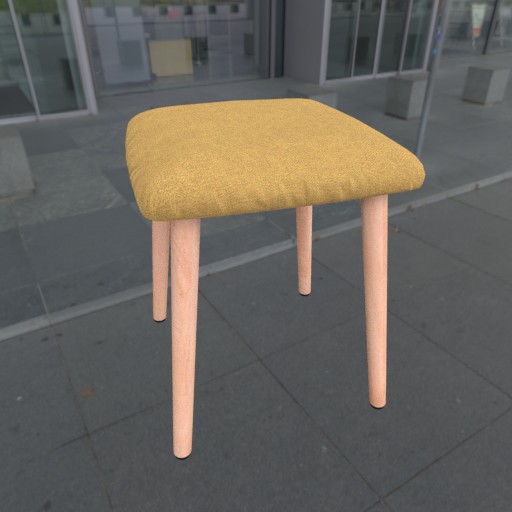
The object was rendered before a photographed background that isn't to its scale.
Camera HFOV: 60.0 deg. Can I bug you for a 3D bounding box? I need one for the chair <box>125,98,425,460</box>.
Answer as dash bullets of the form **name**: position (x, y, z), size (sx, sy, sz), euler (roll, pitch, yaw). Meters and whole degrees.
- **chair**: position (0.000, 0.000, 0.705), size (0.350, 0.440, 0.350), euler (-9, 32, -14)
